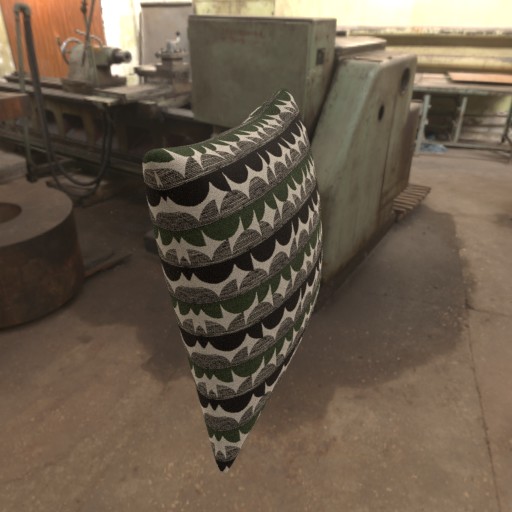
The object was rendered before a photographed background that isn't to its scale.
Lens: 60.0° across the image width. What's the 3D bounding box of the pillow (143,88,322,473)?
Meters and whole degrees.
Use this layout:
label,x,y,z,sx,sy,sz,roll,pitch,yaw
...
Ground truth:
label,x,y,z,sx,sy,sz,roll,pitch,yaw
pillow,0.000,0.000,0.640,0.180,0.404,0.419,10,30,17
